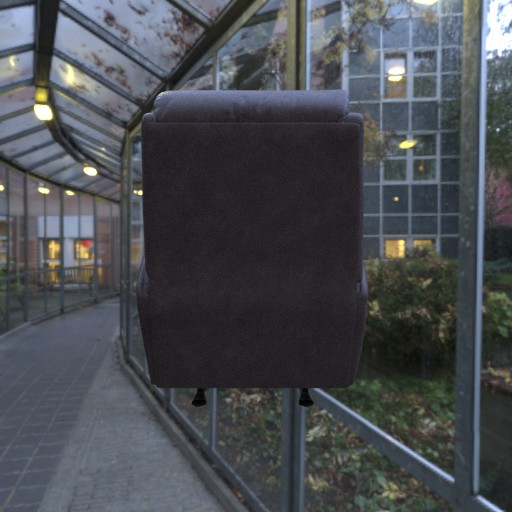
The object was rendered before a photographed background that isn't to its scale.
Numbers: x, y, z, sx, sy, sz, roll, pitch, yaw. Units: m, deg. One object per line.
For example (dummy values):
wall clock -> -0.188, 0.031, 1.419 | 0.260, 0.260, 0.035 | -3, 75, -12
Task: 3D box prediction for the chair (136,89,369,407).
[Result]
chair -> 0.000, 0.000, 1.842 | 0.865, 1.067, 1.067 | 0, 1, 0
